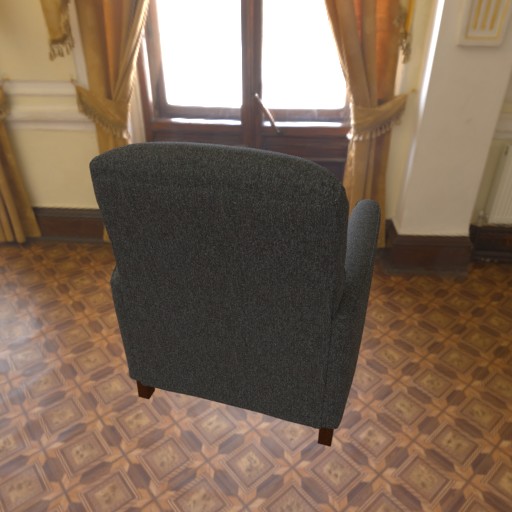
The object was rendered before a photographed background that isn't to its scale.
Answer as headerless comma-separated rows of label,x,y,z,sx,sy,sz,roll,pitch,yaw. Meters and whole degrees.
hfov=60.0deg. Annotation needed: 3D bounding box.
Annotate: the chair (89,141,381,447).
chair,0.000,0.000,1.625,0.839,1.016,0.850,9,32,15
